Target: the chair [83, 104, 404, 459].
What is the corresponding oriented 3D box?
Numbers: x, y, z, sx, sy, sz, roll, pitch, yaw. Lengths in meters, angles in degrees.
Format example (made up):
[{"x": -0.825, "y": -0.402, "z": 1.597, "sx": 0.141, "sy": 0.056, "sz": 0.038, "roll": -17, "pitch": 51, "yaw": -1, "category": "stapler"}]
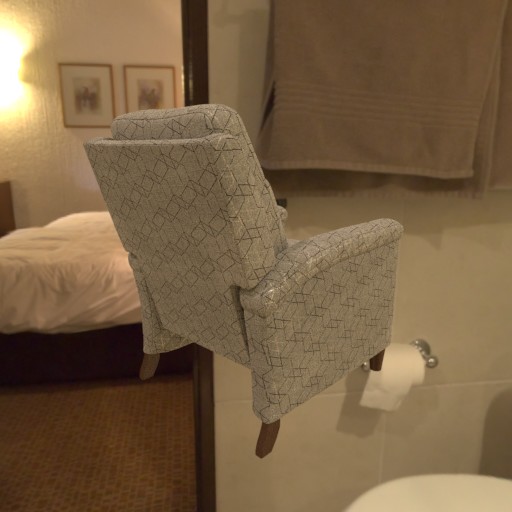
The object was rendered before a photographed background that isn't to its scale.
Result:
[{"x": 0.000, "y": 0.000, "z": 1.702, "sx": 0.753, "sy": 1.048, "sz": 0.987, "roll": 13, "pitch": 19, "yaw": 43, "category": "chair"}]
